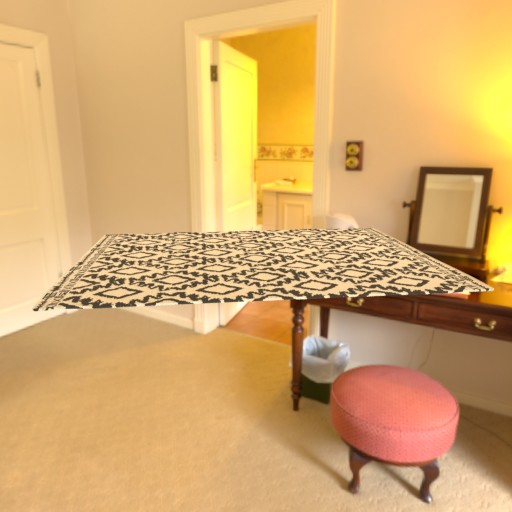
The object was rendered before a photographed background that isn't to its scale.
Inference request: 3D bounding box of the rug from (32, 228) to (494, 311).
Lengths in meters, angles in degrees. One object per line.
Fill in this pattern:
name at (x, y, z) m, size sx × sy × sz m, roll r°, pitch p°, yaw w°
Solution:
rug at (0.000, 0.000, 4.318) m, size 3.369 × 0.036 × 2.444 m, roll -2°, pitch 15°, yaw -7°
